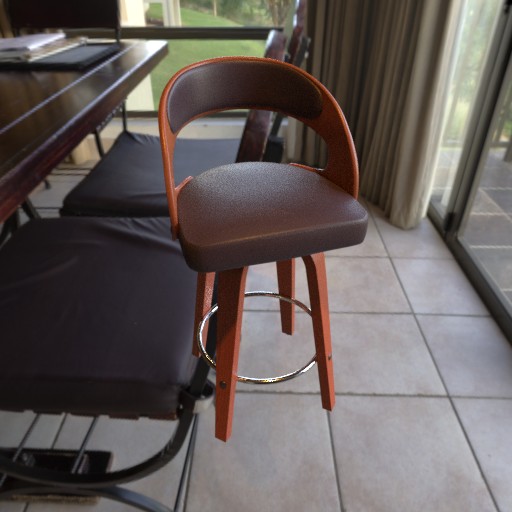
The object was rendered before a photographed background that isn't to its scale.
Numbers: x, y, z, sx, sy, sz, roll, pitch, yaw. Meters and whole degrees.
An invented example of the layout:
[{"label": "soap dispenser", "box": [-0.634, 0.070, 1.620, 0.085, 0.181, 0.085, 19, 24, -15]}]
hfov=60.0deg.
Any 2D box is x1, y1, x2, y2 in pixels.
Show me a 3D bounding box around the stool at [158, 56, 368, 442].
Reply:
[{"label": "stool", "box": [0.000, 0.000, 1.216, 0.457, 0.940, 0.457, -10, 36, -15]}]
